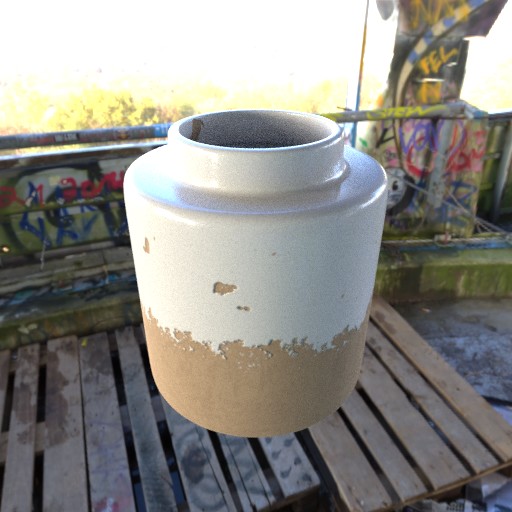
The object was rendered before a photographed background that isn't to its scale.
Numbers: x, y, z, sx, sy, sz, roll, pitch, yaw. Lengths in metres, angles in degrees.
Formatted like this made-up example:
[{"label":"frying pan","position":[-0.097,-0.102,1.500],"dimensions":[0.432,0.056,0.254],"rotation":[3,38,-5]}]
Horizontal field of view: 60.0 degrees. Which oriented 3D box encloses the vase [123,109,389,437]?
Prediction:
[{"label":"vase","position":[0.000,0.000,0.289],"dimensions":[0.153,0.167,0.153],"rotation":[0,30,0]}]
